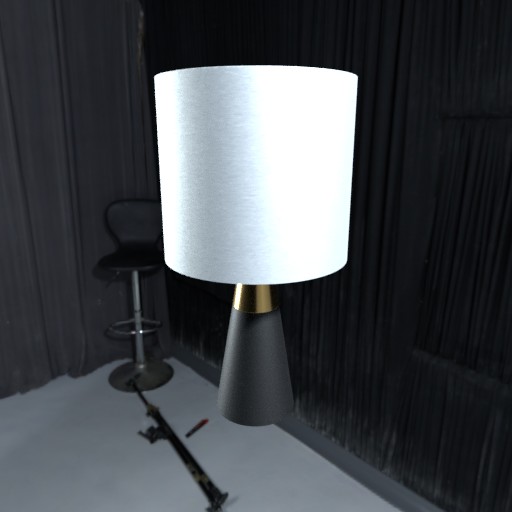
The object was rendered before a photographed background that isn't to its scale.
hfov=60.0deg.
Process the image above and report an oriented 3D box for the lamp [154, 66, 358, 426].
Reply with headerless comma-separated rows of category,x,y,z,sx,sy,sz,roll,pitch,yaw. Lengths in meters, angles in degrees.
lamp,0.000,0.000,0.765,0.308,0.580,0.308,-14,21,-40
